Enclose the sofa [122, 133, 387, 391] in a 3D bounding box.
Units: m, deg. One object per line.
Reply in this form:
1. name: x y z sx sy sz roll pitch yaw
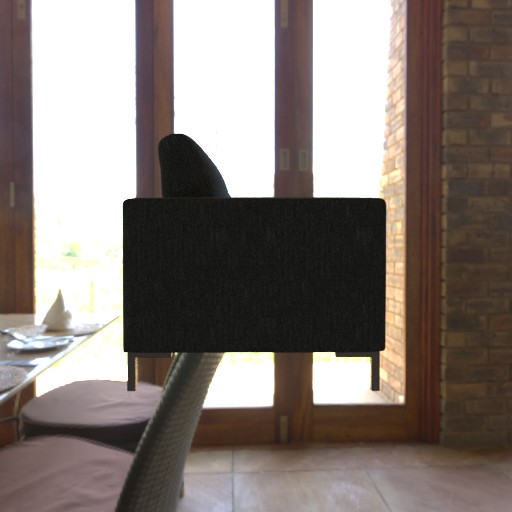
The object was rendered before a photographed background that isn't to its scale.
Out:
1. sofa: 0.000 0.000 2.250 0.866 0.862 1.716 0 1 0
